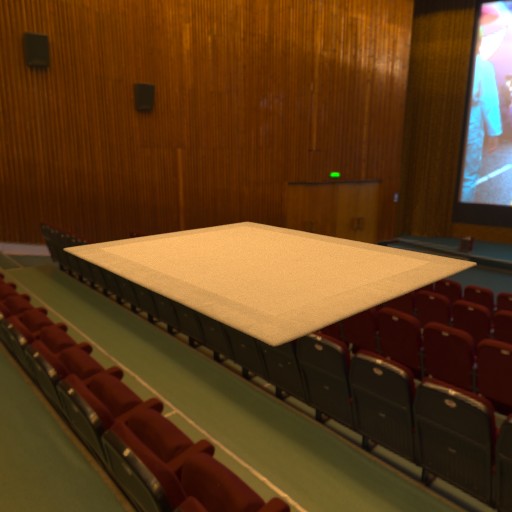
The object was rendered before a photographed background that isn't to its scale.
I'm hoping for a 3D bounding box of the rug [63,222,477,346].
[{"bbox_3d":[0.000,0.000,4.070,2.430,0.018,2.976,-12,18,-41],"label":"rug"}]
